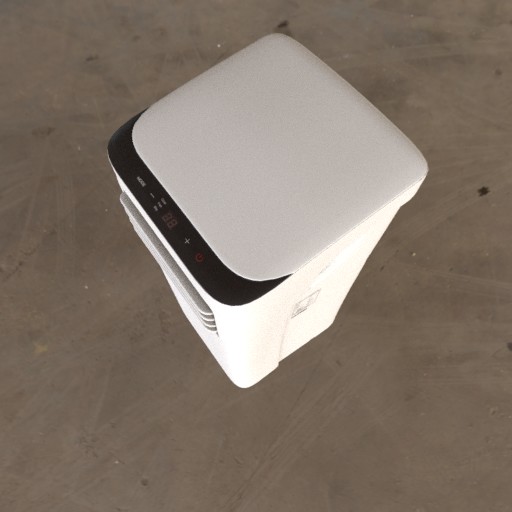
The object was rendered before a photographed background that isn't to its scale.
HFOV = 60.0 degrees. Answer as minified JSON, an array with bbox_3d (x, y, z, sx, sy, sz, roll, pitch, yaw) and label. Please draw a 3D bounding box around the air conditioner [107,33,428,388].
[{"bbox_3d":[0.000,0.000,0.926,0.369,0.716,0.352,-34,68,-15],"label":"air conditioner"}]
